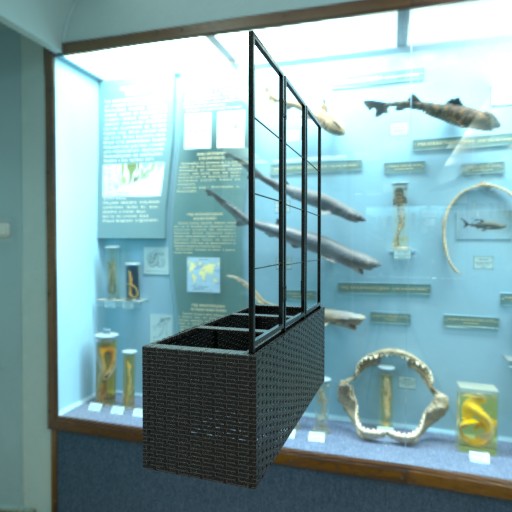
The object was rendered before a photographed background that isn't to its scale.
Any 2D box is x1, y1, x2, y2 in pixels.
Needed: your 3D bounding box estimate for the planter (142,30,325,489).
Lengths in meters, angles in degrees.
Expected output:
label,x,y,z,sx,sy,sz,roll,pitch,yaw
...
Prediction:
label,x,y,z,sx,sy,sz,roll,pitch,yaw
planter,0.000,0.000,1.169,0.244,0.841,0.699,0,1,19
